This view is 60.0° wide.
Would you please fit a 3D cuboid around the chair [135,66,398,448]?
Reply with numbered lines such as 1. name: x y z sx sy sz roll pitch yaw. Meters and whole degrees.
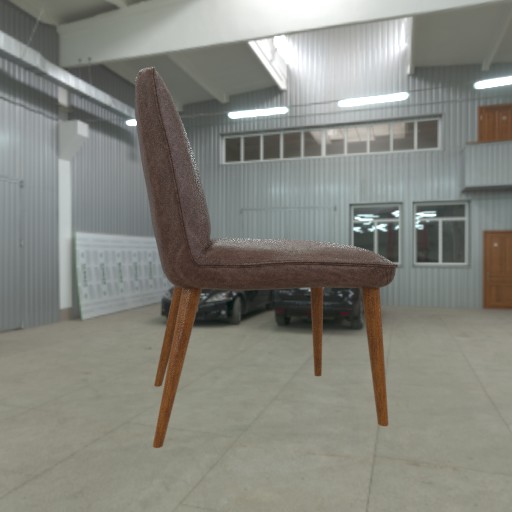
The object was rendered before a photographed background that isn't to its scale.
1. chair: 0.000 0.000 1.203 0.645 0.803 0.543 0 0 -17
